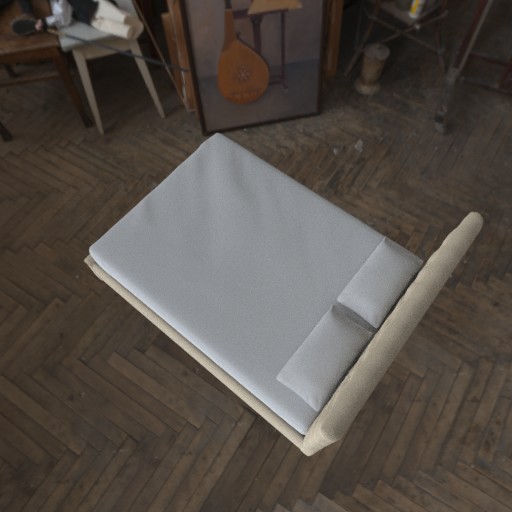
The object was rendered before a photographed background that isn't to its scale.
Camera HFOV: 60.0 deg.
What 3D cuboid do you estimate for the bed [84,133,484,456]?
[{"bbox_3d":[0.000,0.000,3.437,2.387,1.427,1.698,36,69,16],"label":"bed"}]
